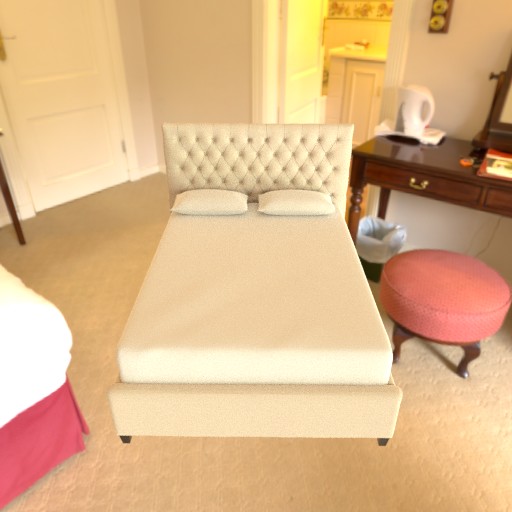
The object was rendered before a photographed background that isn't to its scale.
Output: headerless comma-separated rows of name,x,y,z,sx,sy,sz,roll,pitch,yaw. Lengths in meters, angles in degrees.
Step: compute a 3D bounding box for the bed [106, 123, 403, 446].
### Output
bed,0.000,0.000,3.307,1.696,1.426,2.233,0,31,1
